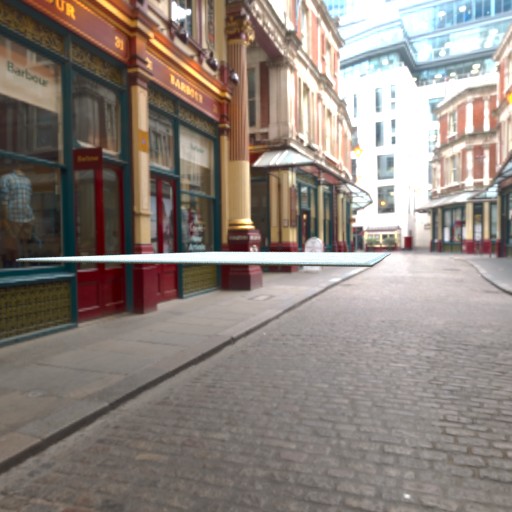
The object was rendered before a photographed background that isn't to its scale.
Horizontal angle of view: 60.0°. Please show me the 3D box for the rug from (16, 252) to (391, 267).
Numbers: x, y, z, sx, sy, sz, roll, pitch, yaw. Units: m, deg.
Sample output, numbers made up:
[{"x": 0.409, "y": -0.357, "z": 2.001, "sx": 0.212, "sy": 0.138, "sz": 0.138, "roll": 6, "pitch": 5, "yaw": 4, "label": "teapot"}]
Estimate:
[{"x": 0.000, "y": 0.000, "z": 2.825, "sx": 1.589, "sy": 0.014, "sz": 2.205, "roll": 0, "pitch": 1, "yaw": 18, "label": "rug"}]
